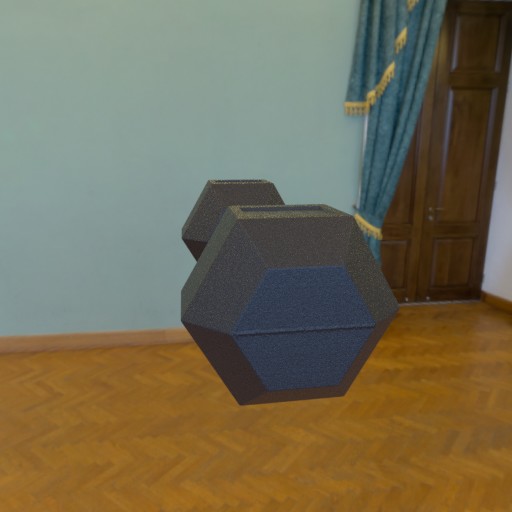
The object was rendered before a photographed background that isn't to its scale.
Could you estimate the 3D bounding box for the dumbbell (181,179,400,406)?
[{"bbox_3d":[0.000,0.000,0.424,0.141,0.123,0.356,-2,14,-9],"label":"dumbbell"}]
